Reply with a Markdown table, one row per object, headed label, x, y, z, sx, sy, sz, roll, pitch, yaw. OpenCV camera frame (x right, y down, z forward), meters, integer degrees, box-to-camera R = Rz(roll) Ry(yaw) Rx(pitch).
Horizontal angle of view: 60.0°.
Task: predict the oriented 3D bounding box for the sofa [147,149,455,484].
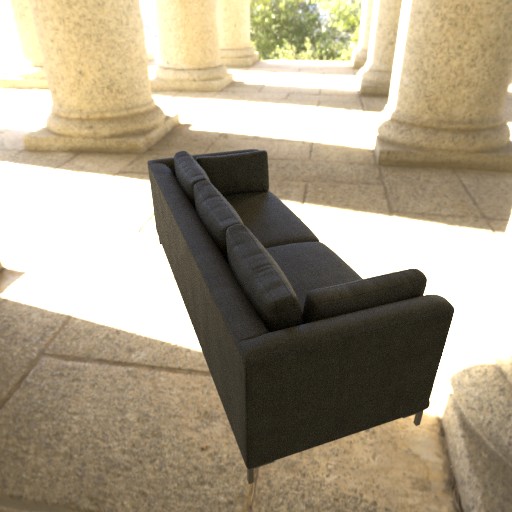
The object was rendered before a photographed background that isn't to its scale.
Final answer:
| label | x | y | z | sx | sy | sz | roll | pitch | yaw |
| --- | --- | --- | --- | --- | --- | --- | --- | --- | --- |
| sofa | 0.000 | 0.000 | 2.869 | 0.969 | 0.867 | 2.415 | -11 | 32 | -17 |
